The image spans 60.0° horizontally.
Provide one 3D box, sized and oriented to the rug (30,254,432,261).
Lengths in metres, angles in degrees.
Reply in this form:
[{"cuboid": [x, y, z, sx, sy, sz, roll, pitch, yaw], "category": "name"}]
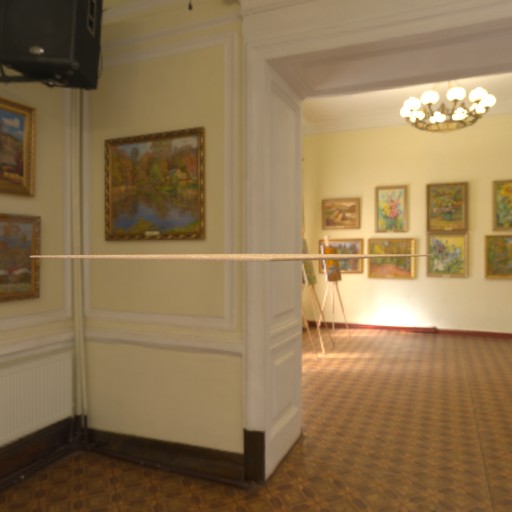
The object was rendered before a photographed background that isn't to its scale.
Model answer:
[{"cuboid": [0.000, 0.000, 3.971, 2.288, 0.018, 2.895, 0, 1, 36], "category": "rug"}]
